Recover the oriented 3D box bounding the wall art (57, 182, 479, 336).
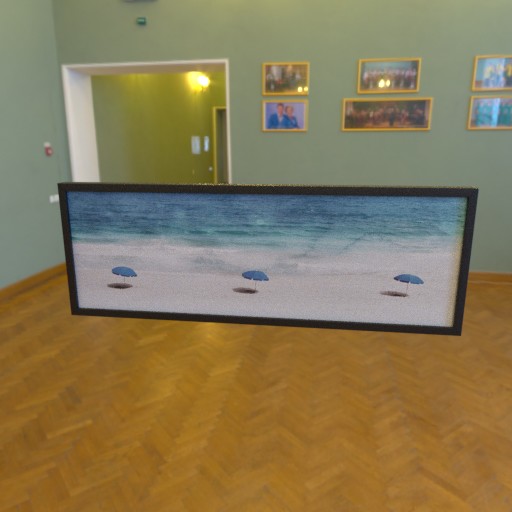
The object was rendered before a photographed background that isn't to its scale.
[{"bbox_3d":[0.000,0.000,0.952,0.860,0.303,0.037,2,14,8],"label":"wall art"}]
